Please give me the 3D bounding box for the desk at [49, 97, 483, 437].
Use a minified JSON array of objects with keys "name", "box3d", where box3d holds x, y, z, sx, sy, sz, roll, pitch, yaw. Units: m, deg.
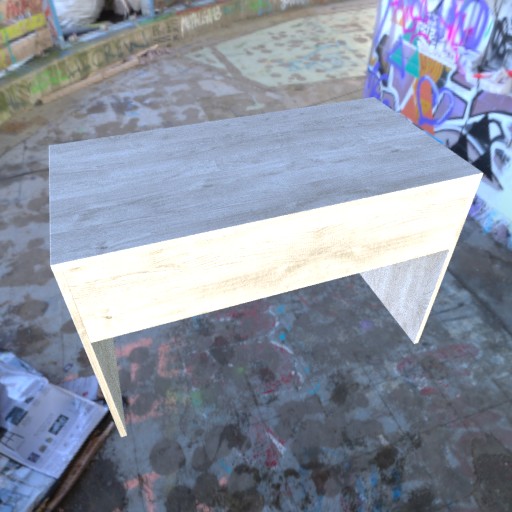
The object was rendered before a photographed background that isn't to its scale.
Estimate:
[{"name":"desk","box3d":[0.000,0.000,1.491,1.100,0.730,0.560,-13,43,-15]}]
